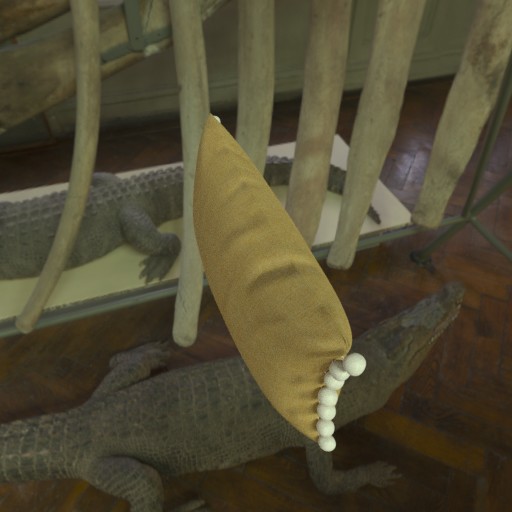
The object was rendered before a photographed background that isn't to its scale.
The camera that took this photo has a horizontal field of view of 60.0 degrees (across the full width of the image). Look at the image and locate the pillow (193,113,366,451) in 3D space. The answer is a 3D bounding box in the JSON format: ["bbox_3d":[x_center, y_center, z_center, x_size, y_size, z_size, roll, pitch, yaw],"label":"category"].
[{"bbox_3d":[0.000,0.000,0.874,0.201,0.322,0.709,-14,46,-13],"label":"pillow"}]
